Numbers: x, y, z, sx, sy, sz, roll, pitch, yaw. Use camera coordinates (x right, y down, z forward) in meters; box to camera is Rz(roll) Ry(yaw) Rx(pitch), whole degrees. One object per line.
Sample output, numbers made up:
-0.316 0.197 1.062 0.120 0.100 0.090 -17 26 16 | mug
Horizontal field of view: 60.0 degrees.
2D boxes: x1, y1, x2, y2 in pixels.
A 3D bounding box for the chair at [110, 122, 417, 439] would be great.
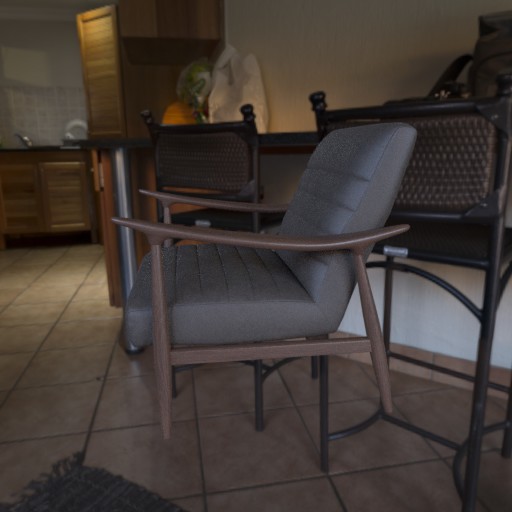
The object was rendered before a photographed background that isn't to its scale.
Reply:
0.000 0.000 1.463 0.798 0.831 0.741 -2 14 -8 | chair
